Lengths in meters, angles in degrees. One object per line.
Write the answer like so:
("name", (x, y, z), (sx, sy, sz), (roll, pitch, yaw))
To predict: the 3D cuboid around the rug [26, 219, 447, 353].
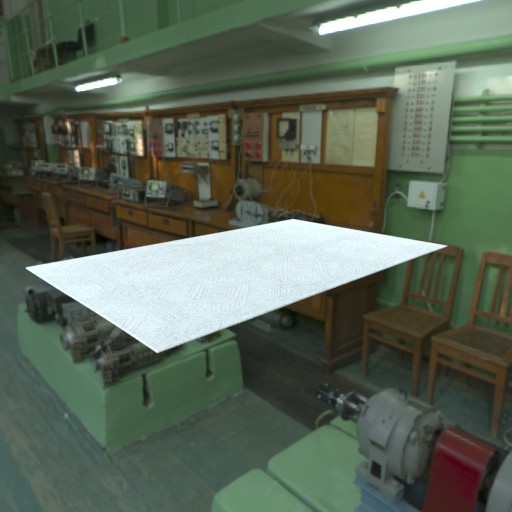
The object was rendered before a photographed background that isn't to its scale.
("rug", (0.000, 0.000, 2.987), (2.440, 0.008, 1.524), (-14, 20, -42))
